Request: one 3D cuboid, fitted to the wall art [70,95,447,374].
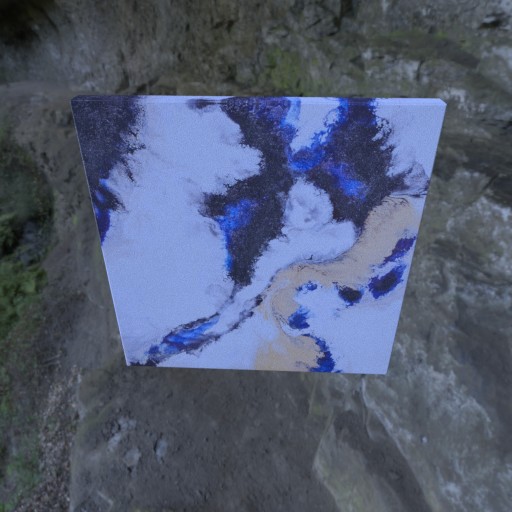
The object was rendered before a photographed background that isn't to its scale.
[{"bbox_3d":[0.000,0.000,0.889,0.609,0.609,0.039,1,32,2],"label":"wall art"}]
